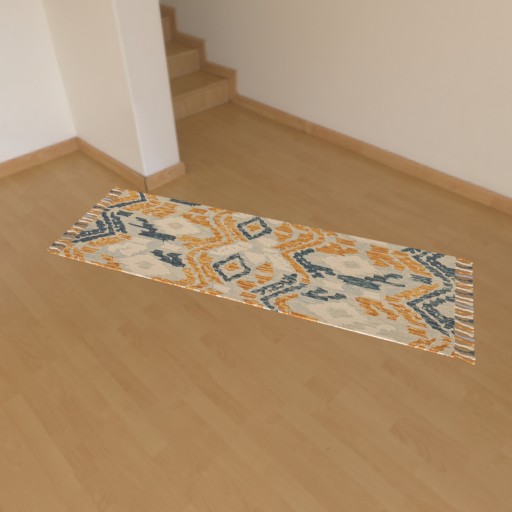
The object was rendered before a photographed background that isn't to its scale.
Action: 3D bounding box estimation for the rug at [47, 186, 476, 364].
[{"bbox_3d":[0.000,0.000,2.641,2.437,0.010,0.783,13,43,14],"label":"rug"}]
